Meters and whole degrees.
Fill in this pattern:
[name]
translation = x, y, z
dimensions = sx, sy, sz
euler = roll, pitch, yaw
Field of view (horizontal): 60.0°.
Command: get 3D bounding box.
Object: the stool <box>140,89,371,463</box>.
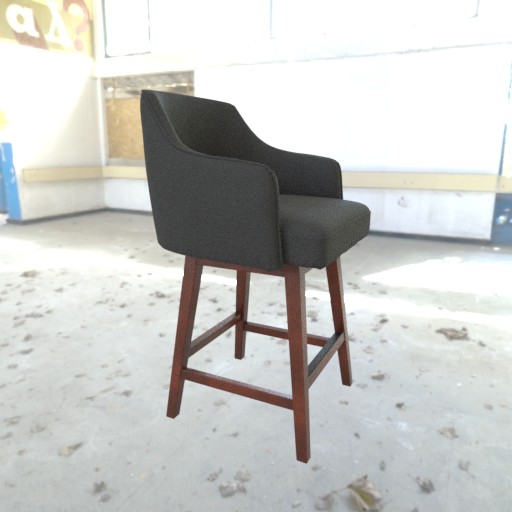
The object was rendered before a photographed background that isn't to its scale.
[stool]
translation = 0.000, 0.000, 1.284
dimensions = 0.558, 0.912, 0.548
euler = 7, 16, 26
